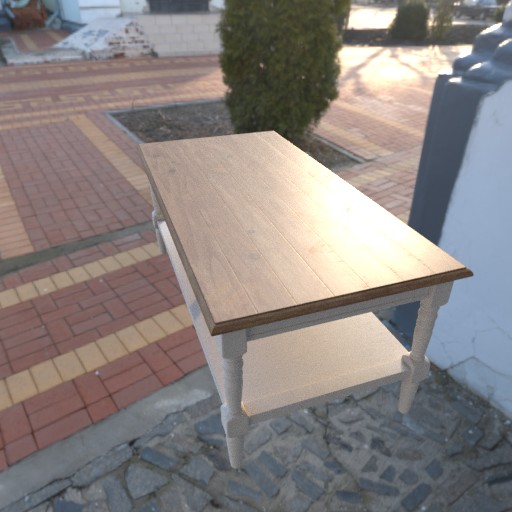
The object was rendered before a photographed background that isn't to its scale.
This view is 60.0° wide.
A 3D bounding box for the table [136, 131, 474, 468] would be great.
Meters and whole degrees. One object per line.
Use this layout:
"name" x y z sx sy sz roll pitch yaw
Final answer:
"table" 0.000 0.000 1.398 0.559 0.458 1.118 -10 33 -17
